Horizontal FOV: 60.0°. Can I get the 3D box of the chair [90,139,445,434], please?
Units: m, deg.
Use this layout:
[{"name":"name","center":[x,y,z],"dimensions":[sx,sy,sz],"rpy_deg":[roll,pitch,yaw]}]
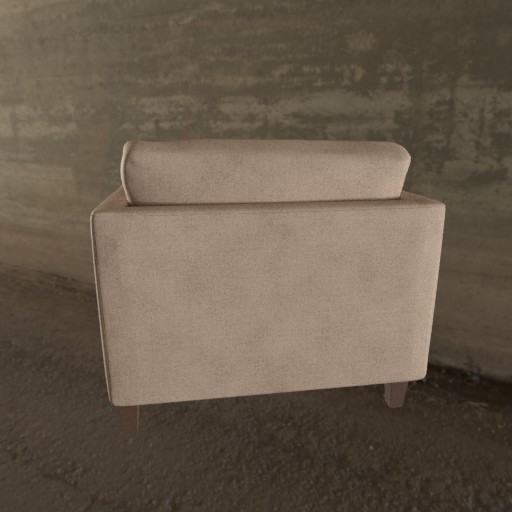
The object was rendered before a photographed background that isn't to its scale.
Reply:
[{"name":"chair","center":[0.000,0.000,1.857],"dimensions":[1.133,0.961,0.959],"rpy_deg":[-2,16,-8]}]
